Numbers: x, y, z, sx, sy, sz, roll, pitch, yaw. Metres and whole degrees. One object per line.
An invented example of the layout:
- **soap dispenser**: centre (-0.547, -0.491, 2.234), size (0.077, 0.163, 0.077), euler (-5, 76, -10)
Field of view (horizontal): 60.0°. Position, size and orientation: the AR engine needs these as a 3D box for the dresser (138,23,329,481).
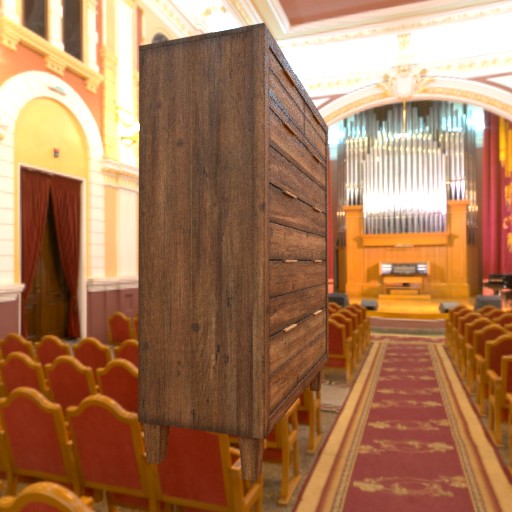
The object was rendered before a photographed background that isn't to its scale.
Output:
- **dresser**: centre (0.000, 0.000, 1.867), size (0.438, 1.359, 1.067), euler (0, -1, 19)
